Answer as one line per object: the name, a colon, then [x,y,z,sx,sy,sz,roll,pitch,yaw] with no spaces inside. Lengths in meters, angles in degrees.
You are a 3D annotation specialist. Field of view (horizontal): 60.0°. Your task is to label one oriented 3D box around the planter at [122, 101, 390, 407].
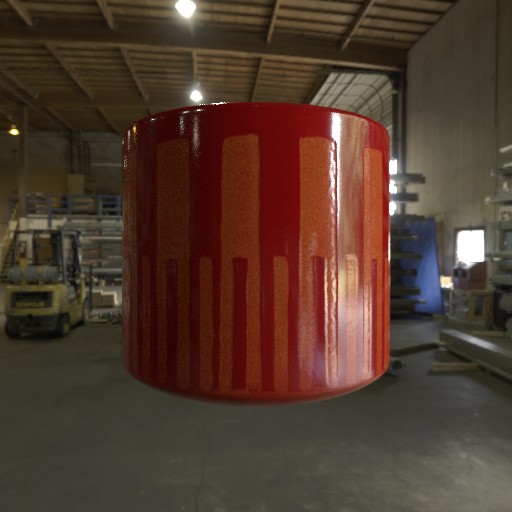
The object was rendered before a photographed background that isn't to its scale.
planter: [0.000,0.000,0.397,0.230,0.202,0.230,0,1,0]
